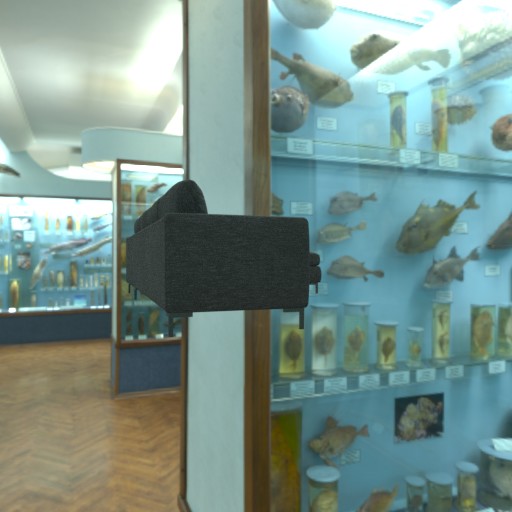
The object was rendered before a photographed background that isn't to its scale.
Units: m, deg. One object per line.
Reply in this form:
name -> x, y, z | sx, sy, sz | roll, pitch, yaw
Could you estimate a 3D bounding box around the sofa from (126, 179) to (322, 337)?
sofa -> 0.000, 0.000, 3.875 | 2.007, 0.815, 2.949 | 0, 0, -20
